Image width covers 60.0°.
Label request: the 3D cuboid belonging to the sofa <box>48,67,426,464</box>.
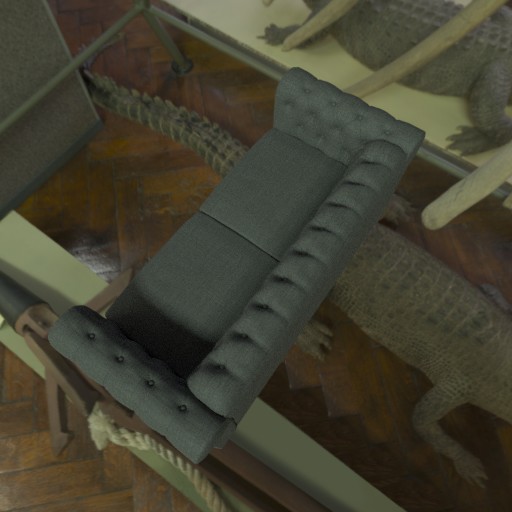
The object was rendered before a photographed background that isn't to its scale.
[{"bbox_3d":[0.000,0.000,2.242,0.783,0.797,1.798,33,70,14],"label":"sofa"}]
